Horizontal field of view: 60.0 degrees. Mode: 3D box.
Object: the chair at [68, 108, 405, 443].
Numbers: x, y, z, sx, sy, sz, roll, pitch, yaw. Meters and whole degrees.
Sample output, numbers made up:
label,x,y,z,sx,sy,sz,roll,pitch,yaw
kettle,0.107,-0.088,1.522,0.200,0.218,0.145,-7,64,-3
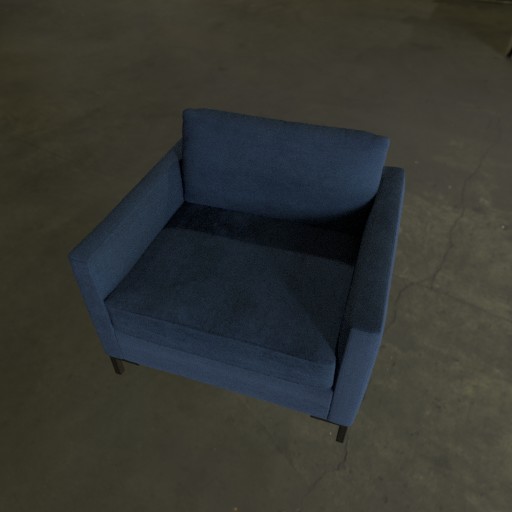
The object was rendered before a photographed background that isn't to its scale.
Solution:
label,x,y,z,sx,sy,sz,roll,pitch,yaw
chair,0.000,0.000,1.652,0.964,0.812,0.875,12,44,13
